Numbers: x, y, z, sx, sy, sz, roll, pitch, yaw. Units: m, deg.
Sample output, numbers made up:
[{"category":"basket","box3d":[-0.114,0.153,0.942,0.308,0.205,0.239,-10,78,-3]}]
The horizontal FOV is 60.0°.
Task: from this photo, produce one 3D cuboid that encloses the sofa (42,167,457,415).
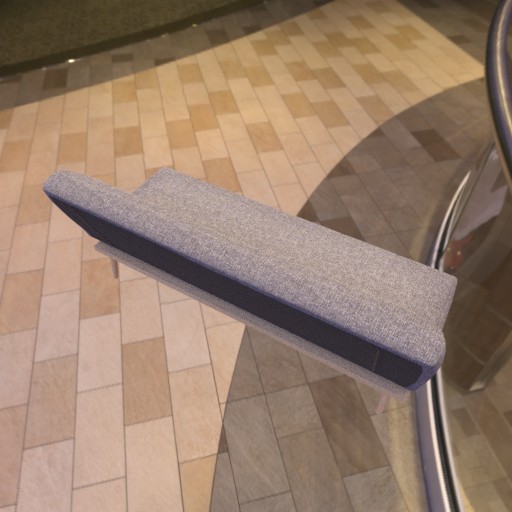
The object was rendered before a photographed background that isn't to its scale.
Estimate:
[{"category":"sofa","box3d":[0.000,0.000,2.180,1.820,0.770,0.820,23,51,20]}]
